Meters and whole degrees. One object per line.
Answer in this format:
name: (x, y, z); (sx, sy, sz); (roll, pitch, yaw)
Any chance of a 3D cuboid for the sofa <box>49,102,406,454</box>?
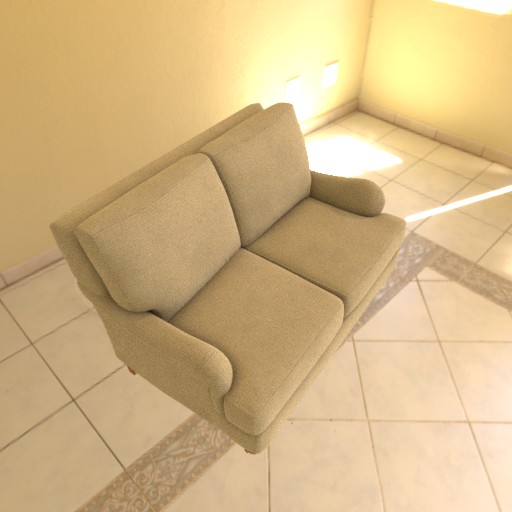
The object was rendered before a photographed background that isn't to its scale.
sofa: (0.000, 0.000, 2.254); (1.087, 0.999, 1.480); (26, 49, 25)
